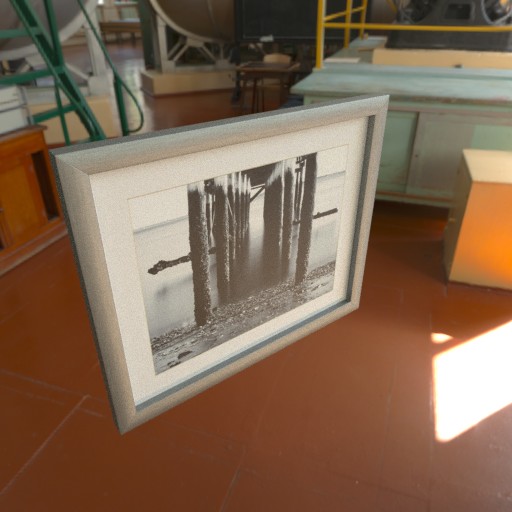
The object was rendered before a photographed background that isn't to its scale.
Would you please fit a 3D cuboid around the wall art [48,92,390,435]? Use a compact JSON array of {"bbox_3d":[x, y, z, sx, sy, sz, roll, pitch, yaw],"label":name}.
[{"bbox_3d":[0.000,0.000,0.740,0.556,0.457,0.028,-21,36,-31],"label":"wall art"}]
